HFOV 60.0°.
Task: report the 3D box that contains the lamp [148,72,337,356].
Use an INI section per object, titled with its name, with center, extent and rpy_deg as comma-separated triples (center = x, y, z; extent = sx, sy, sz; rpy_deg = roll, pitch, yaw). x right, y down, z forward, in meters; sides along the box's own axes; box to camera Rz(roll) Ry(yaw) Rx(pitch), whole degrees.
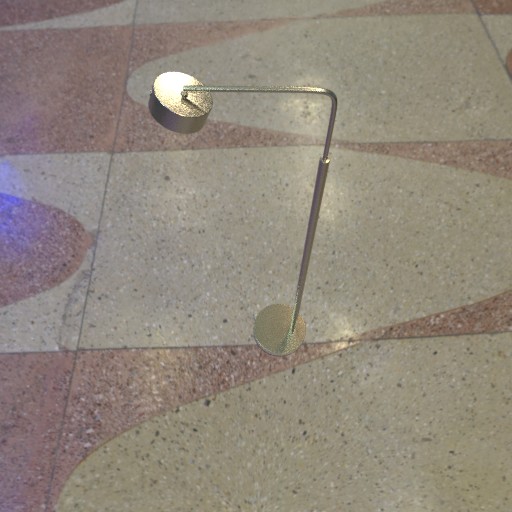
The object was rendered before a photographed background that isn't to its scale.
[lamp]
center = 0.000, 0.000, 1.369
extent = 0.421, 1.250, 0.222
rpy_deg = 1, 59, 0
